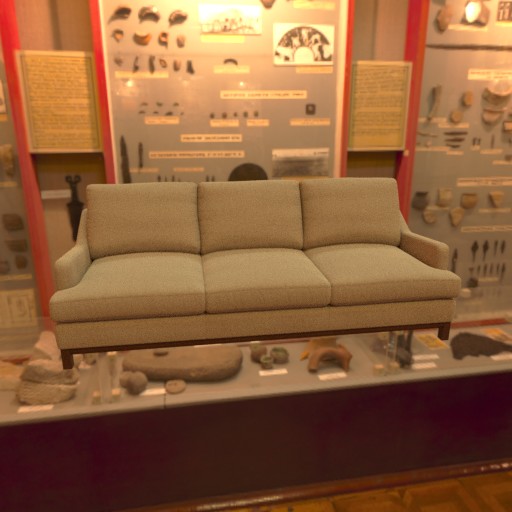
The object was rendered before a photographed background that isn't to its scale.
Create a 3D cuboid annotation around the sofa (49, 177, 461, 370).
[{"bbox_3d":[0.000,0.000,2.879,2.321,0.913,1.000,-3,17,-8],"label":"sofa"}]
